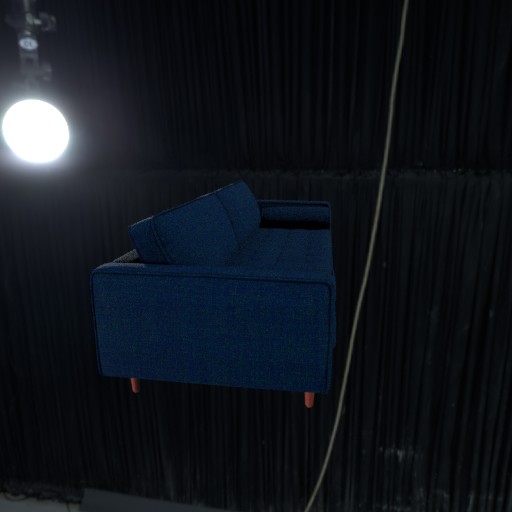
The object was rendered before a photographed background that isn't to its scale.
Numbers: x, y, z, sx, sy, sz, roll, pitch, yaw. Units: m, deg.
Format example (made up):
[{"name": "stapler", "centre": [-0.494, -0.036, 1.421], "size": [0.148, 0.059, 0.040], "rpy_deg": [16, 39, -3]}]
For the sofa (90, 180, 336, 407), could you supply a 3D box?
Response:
[{"name": "sofa", "centre": [0.000, 0.000, 2.651], "size": [0.914, 0.762, 2.210], "rpy_deg": [2, 14, 8]}]
